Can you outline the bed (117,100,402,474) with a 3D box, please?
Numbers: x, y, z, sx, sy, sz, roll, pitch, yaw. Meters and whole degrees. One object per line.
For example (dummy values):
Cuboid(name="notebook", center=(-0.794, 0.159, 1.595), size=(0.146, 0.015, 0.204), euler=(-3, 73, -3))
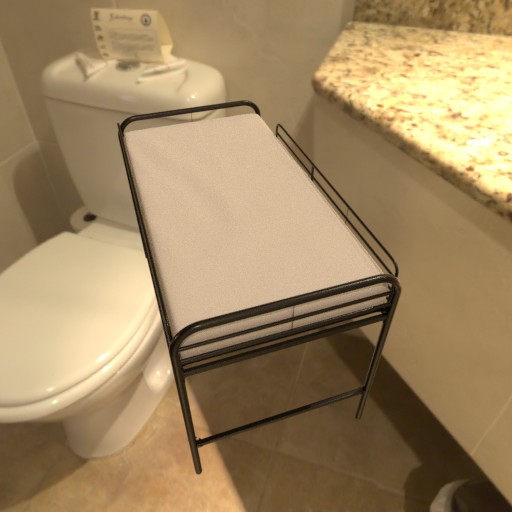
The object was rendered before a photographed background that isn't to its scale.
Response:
Cuboid(name="bed", center=(0.000, 0.000, 2.950), size=(1.393, 1.289, 1.968), euler=(-13, 44, -14))
